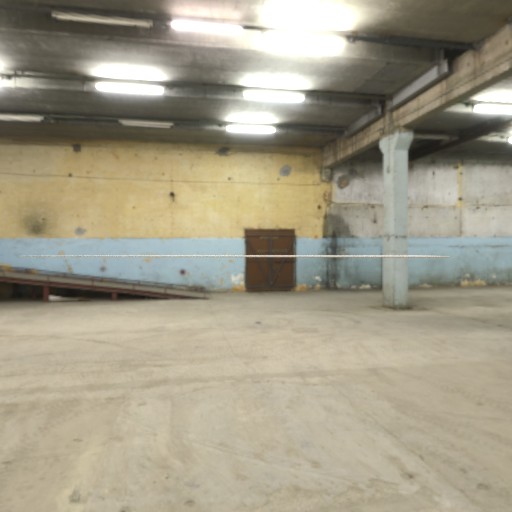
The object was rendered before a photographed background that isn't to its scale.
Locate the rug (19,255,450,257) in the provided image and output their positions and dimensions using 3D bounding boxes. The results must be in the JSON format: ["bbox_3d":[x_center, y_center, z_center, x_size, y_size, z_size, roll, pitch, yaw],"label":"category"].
[{"bbox_3d":[0.000,0.000,4.085,3.045,0.008,2.421,0,0,18],"label":"rug"}]
